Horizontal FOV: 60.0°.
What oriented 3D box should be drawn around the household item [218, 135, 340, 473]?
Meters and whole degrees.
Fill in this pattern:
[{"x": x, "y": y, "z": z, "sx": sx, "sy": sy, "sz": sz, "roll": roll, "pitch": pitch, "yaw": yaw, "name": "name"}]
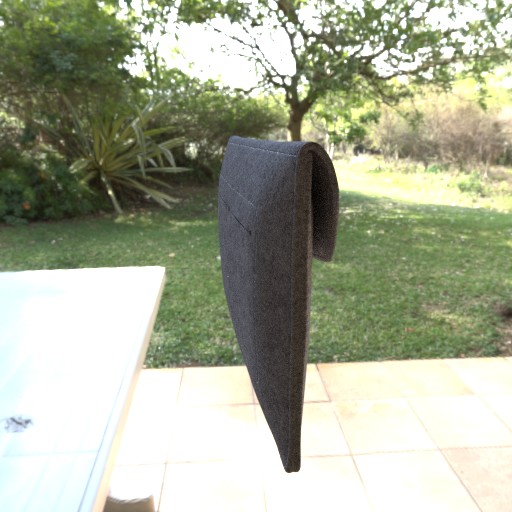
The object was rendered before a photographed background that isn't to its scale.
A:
[{"x": 0.000, "y": 0.000, "z": 0.428, "sx": 0.057, "sy": 0.221, "sz": 0.335, "roll": -3, "pitch": 16, "yaw": -10, "name": "household item"}]
